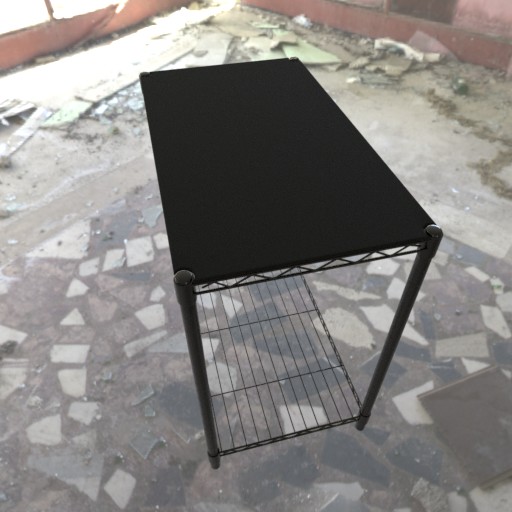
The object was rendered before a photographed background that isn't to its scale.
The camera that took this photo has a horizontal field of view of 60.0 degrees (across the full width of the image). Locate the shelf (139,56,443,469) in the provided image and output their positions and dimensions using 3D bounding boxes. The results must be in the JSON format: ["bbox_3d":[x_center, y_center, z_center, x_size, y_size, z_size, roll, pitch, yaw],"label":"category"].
[{"bbox_3d":[0.000,0.000,0.916,0.338,0.564,0.589,-10,46,-10],"label":"shelf"}]
